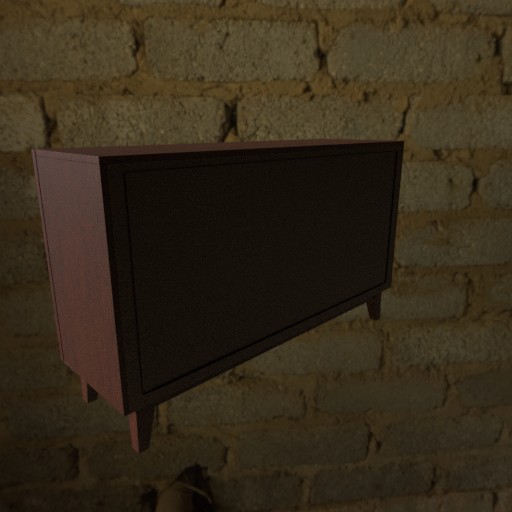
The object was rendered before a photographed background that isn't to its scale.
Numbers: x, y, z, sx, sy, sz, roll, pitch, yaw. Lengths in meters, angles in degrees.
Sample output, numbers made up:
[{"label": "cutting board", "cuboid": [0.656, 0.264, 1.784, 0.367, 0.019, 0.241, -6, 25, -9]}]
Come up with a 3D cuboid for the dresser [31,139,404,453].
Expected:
[{"label": "dresser", "cuboid": [0.000, 0.000, 1.984, 1.609, 0.971, 0.499, -16, 23, -42]}]
